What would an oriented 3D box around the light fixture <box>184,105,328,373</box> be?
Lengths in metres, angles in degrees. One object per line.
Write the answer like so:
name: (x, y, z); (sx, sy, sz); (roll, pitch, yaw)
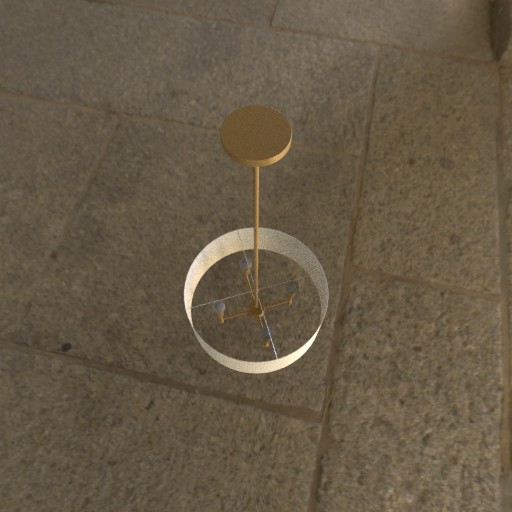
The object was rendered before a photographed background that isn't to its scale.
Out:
light fixture: (0.000, 0.000, 1.314); (0.508, 1.067, 0.508); (0, 64, 0)
